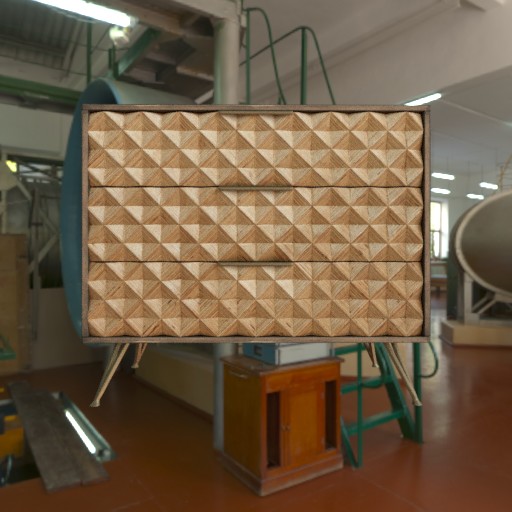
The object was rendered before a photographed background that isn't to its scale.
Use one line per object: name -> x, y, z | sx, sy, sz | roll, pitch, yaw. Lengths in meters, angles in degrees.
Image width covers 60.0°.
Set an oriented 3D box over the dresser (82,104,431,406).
dresser -> 0.000, 0.000, 1.389 | 0.923, 0.801, 0.453 | 0, 0, 0
